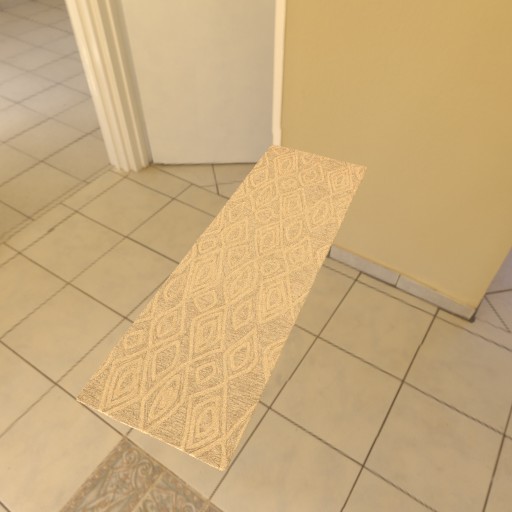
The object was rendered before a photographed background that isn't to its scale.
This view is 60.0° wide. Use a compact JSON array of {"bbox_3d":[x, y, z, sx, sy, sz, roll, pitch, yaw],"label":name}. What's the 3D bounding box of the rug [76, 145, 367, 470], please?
[{"bbox_3d":[0.000,0.000,2.764,0.807,0.013,2.436,18,49,16],"label":"rug"}]
